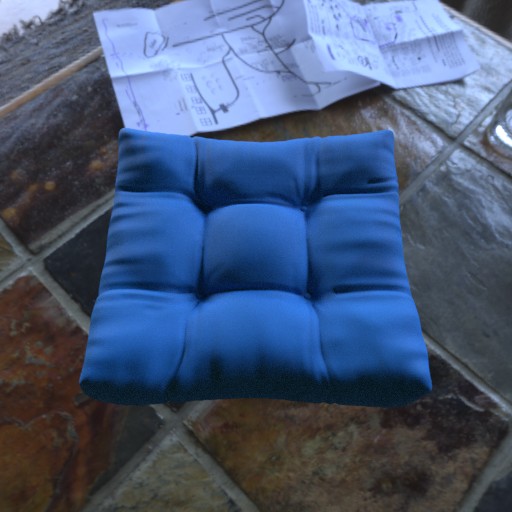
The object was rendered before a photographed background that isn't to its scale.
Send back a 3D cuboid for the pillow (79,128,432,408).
[{"bbox_3d":[0.000,0.000,0.722,0.490,0.128,0.468,0,64,0],"label":"pillow"}]
